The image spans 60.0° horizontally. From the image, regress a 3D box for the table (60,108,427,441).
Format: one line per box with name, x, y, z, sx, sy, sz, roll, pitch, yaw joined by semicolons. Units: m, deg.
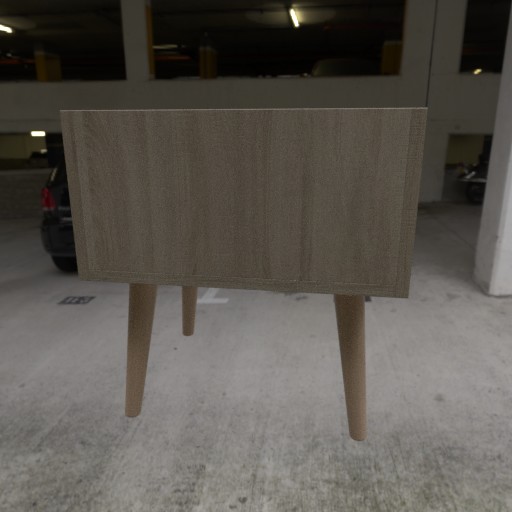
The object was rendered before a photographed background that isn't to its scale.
table;0.000;0.000;0.773;0.450;0.470;0.370;2;16;9
